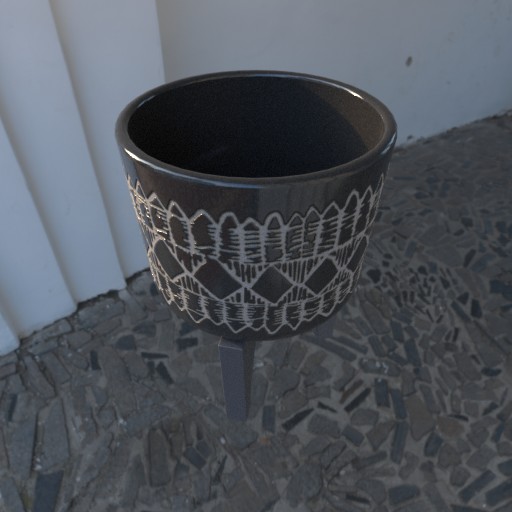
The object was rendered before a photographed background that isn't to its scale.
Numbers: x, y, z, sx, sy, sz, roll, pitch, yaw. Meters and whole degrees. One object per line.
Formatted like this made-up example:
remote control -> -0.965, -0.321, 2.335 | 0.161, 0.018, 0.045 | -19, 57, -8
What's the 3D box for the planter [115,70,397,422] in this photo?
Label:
planter -> 0.000, 0.000, 0.398 | 0.196, 0.264, 0.196 | -11, 41, -13
